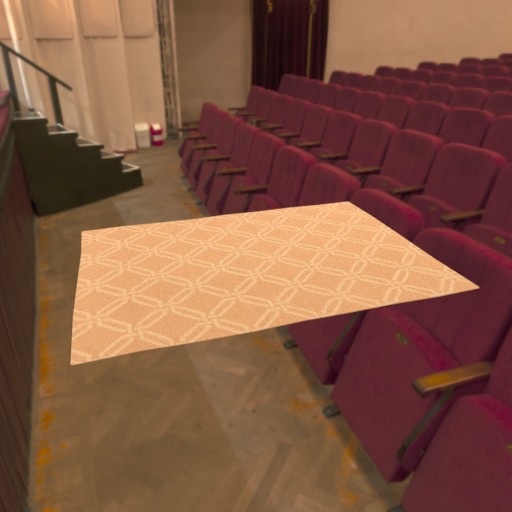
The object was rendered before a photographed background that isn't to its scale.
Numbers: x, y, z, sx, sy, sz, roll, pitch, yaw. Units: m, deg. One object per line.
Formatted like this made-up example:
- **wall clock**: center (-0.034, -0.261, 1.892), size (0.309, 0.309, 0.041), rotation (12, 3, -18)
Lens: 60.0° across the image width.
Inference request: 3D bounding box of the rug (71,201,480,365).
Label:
- **rug**: center (0.000, 0.000, 2.797), size (2.135, 0.013, 1.524), rotation (-8, 27, -16)
